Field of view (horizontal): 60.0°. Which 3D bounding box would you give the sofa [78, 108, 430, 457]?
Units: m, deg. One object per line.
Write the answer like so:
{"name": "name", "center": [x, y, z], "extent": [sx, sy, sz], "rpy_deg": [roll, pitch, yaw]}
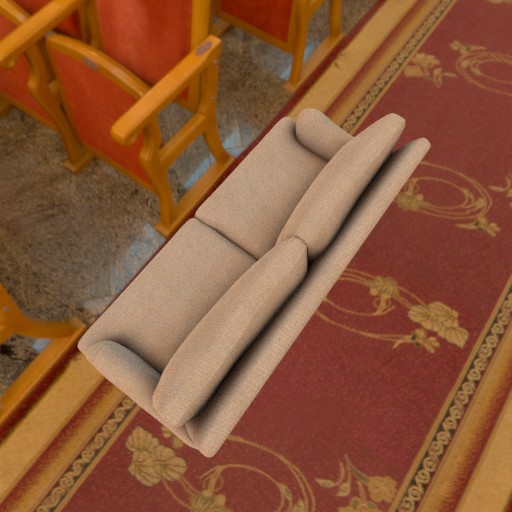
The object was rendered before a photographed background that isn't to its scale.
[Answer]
{"name": "sofa", "center": [0.000, 0.000, 2.796], "extent": [1.069, 1.096, 2.193], "rpy_deg": [33, 69, 15]}
